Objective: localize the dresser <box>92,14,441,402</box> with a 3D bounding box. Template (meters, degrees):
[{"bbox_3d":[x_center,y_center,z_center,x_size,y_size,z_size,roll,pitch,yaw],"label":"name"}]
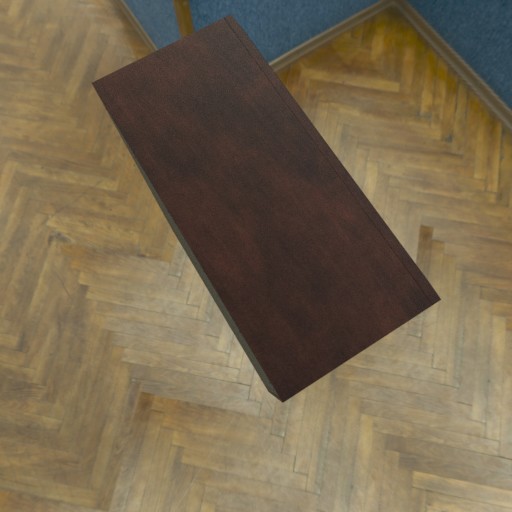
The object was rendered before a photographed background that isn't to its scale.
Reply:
[{"bbox_3d":[0.000,0.000,1.971,0.506,1.514,1.072,-31,76,-8],"label":"dresser"}]
